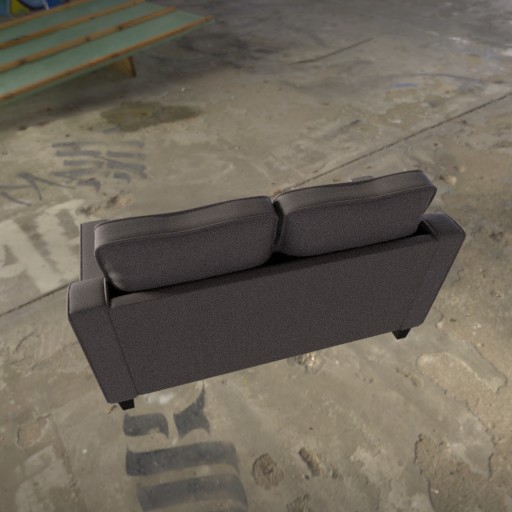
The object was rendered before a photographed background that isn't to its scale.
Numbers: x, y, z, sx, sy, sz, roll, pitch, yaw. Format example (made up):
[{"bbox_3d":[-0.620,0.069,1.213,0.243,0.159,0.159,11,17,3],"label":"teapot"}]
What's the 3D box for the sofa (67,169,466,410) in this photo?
[{"bbox_3d":[0.000,0.000,2.028,1.500,0.948,0.791,-11,42,-12],"label":"sofa"}]
